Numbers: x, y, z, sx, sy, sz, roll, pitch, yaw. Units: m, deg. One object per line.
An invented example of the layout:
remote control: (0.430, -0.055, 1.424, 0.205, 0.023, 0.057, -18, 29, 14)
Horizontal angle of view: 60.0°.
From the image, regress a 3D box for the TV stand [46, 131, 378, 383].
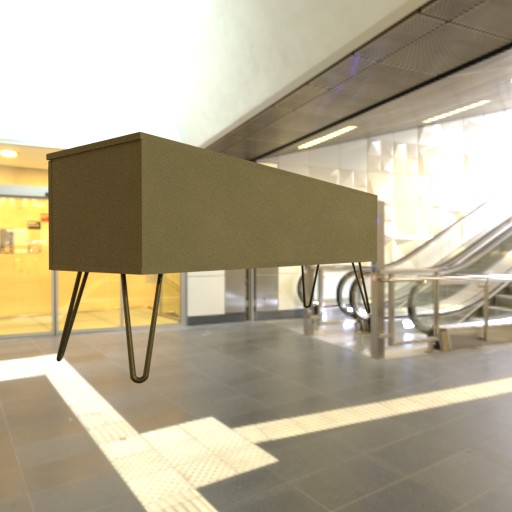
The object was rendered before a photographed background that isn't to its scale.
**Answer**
TV stand: (0.000, 0.000, 1.649, 0.400, 0.560, 1.400, 1, 1, 36)
